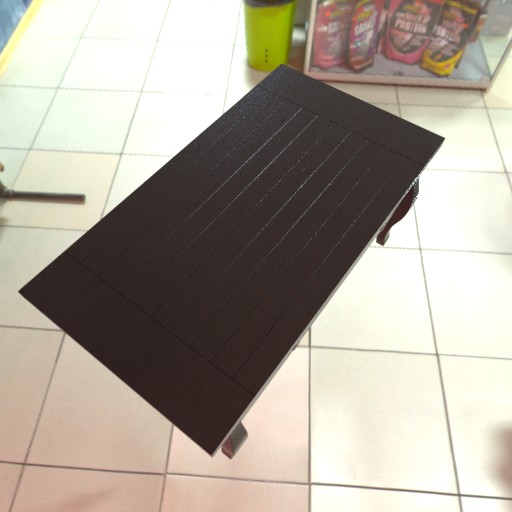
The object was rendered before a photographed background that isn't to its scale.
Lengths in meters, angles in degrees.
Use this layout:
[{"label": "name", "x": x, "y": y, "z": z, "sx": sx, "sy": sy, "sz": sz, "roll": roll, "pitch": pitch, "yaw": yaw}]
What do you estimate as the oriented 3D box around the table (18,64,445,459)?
[{"label": "table", "x": 0.000, "y": 0.000, "z": 1.367, "sx": 0.600, "sy": 0.494, "sz": 1.062, "roll": 32, "pitch": 64, "yaw": 18}]
